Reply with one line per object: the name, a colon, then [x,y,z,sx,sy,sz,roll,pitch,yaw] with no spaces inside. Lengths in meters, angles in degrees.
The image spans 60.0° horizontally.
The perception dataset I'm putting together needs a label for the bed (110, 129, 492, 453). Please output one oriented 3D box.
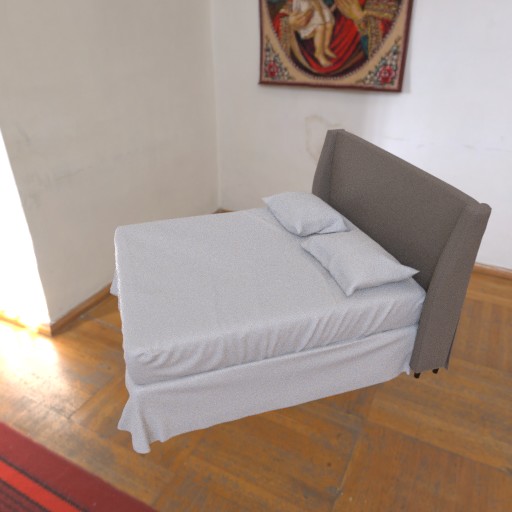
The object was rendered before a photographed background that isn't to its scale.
bed: [0.000,0.000,3.345,2.276,1.332,1.925,-9,31,-15]
